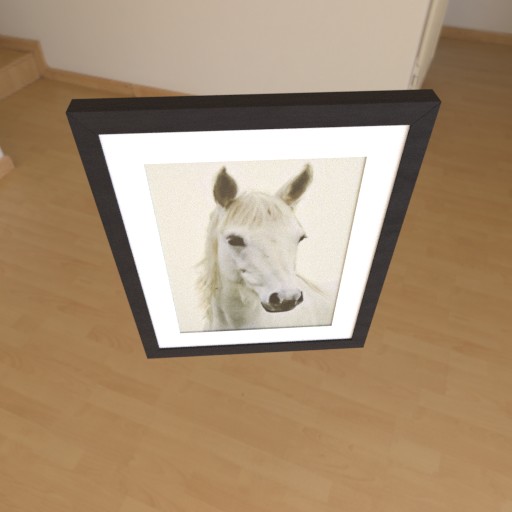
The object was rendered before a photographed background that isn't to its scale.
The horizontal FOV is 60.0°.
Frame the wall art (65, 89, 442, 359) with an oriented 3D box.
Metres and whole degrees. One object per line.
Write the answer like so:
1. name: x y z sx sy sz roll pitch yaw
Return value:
1. wall art: 0.000 0.000 0.745 0.455 0.552 0.034 -2 46 -2
